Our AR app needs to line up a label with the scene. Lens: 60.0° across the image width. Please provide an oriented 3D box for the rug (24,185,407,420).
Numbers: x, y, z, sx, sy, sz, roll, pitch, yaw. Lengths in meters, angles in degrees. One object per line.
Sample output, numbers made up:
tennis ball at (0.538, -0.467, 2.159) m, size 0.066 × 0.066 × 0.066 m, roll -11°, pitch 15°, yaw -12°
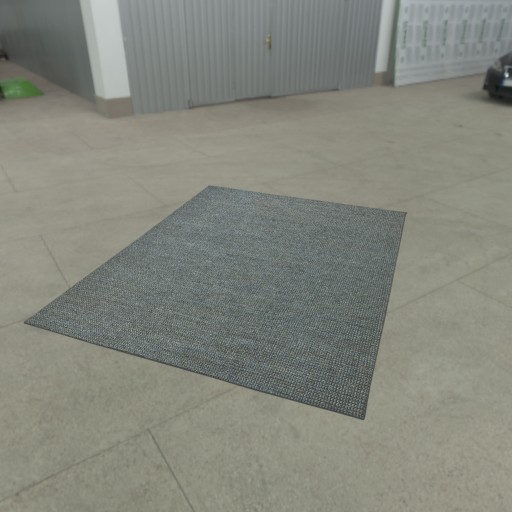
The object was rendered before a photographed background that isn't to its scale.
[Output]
rug at (0.000, 0.000, 4.074) m, size 2.456 × 0.021 × 3.068 m, roll 10°, pitch 31°, yaw 18°
